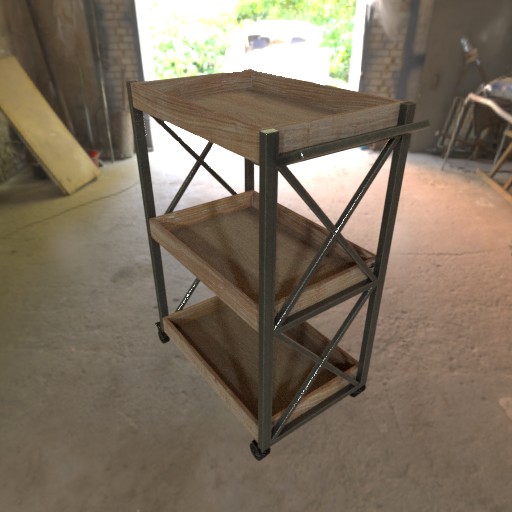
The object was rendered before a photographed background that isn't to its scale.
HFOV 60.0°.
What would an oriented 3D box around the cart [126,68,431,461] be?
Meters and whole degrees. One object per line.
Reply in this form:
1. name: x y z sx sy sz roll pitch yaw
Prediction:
1. cart: 0.000 0.000 1.177 0.377 0.835 0.673 -21 37 -30
